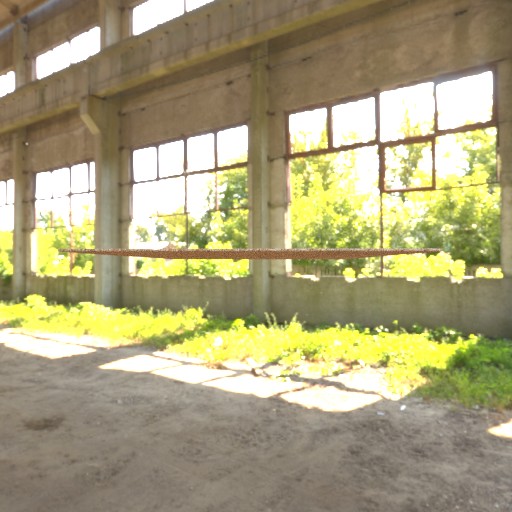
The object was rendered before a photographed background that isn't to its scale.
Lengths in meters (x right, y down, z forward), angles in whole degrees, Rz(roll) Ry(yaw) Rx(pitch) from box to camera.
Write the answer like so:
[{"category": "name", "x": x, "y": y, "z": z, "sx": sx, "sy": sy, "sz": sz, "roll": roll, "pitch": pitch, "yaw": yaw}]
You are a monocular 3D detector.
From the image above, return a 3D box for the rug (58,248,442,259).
[{"category": "rug", "x": 0.000, "y": 0.000, "z": 2.813, "sx": 1.566, "sy": 0.013, "sz": 2.141, "roll": 0, "pitch": -1, "yaw": 1}]
